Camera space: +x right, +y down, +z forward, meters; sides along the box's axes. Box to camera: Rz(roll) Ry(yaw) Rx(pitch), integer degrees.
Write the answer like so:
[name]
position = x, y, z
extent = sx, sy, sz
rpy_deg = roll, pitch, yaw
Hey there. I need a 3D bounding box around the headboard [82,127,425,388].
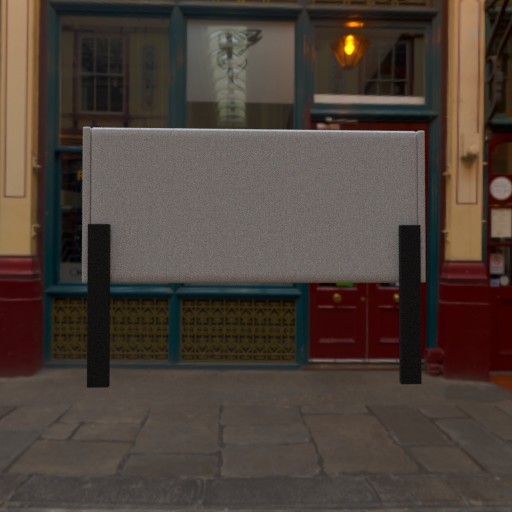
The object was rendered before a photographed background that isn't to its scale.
[headboard]
position = 0.000, 0.000, 2.697
extent = 2.051, 1.524, 0.184
rpy_deg = 0, -1, -2
